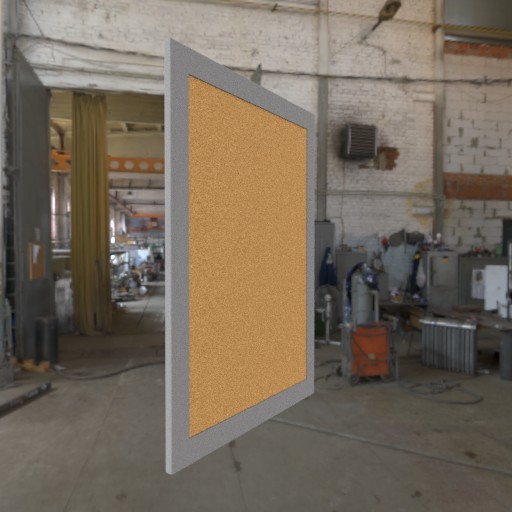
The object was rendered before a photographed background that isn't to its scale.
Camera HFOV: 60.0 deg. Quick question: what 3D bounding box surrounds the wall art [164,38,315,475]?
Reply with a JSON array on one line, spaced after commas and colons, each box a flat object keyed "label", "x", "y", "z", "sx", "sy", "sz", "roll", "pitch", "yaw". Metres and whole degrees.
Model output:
[{"label": "wall art", "x": 0.000, "y": 0.000, "z": 0.691, "sx": 0.012, "sy": 0.529, "sz": 0.374, "roll": 1, "pitch": 1, "yaw": 35}]
